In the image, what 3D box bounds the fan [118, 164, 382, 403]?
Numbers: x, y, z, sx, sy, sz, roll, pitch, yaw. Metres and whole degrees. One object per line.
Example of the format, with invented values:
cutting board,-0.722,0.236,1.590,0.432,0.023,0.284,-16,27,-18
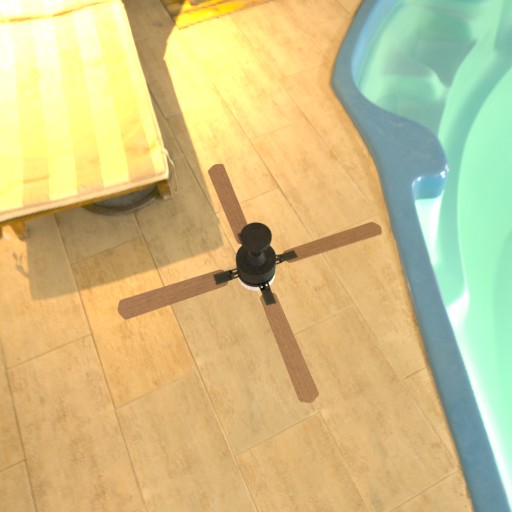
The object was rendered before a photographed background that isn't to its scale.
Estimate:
fan,0.000,0.000,2.007,1.320,0.355,1.320,-18,63,-9
